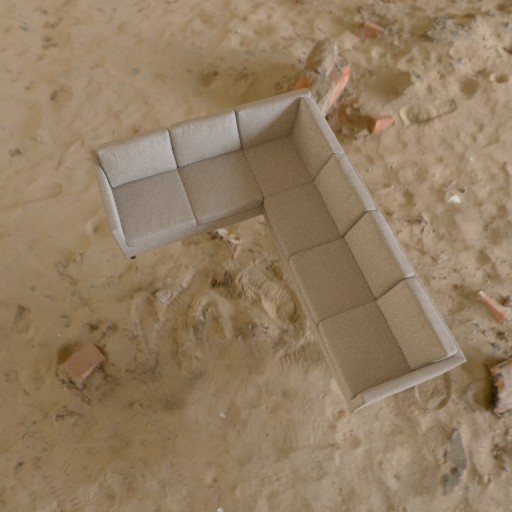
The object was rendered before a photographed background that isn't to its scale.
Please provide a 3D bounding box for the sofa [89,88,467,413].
[{"bbox_3d":[0.000,0.000,4.218,2.432,0.863,3.182,-19,66,-9],"label":"sofa"}]
